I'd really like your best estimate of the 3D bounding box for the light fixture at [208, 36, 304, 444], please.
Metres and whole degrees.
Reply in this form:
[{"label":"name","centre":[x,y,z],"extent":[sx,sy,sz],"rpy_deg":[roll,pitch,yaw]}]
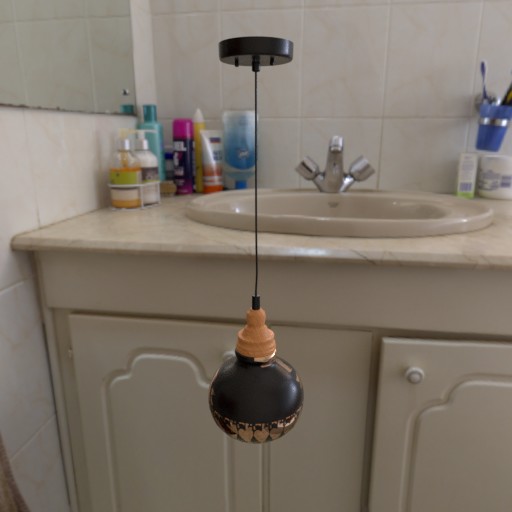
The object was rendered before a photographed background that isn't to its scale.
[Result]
[{"label":"light fixture","centre":[0.000,0.000,1.834],"extent":[0.430,1.606,0.430],"rpy_deg":[3,15,11]}]
